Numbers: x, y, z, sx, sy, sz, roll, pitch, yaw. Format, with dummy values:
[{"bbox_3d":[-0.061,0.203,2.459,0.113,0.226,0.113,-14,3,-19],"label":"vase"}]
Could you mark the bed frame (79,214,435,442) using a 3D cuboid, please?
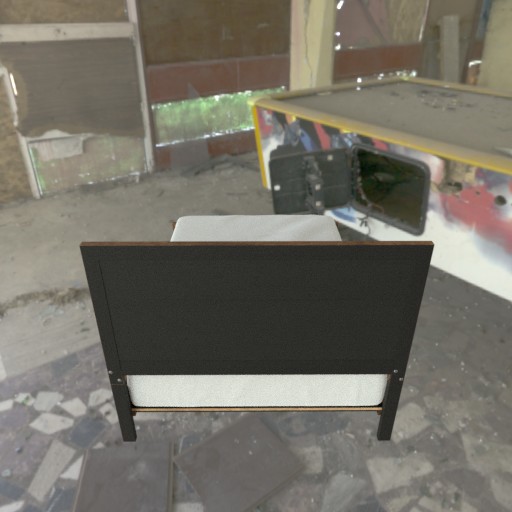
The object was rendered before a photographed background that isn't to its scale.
[{"bbox_3d":[0.000,0.000,3.450,1.696,1.417,2.276,0,30,0],"label":"bed frame"}]
